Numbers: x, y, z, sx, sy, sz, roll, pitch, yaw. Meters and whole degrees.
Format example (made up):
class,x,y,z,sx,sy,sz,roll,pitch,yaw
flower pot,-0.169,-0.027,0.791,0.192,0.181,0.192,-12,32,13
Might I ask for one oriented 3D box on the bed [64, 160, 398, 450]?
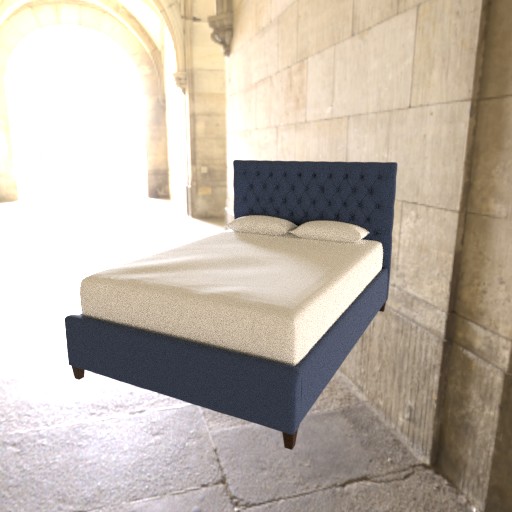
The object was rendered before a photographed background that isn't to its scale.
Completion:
class,x,y,z,sx,sy,sz,roll,pitch,yaw
bed,0.000,0.000,3.542,1.706,1.427,2.387,7,15,26
